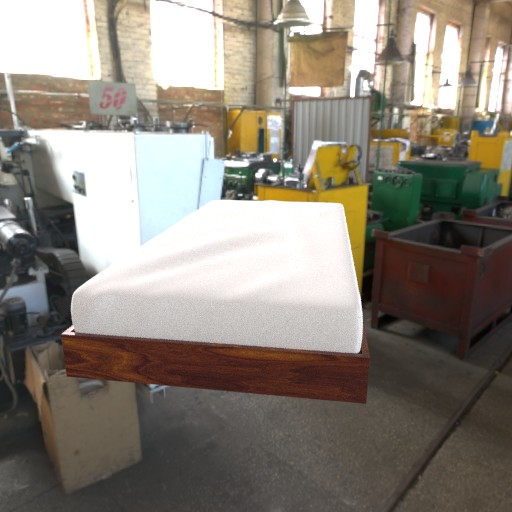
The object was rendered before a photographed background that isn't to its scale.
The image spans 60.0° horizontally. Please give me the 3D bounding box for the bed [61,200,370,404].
[{"bbox_3d":[0.000,0.000,2.193,0.940,0.312,1.860,3,17,9],"label":"bed"}]
